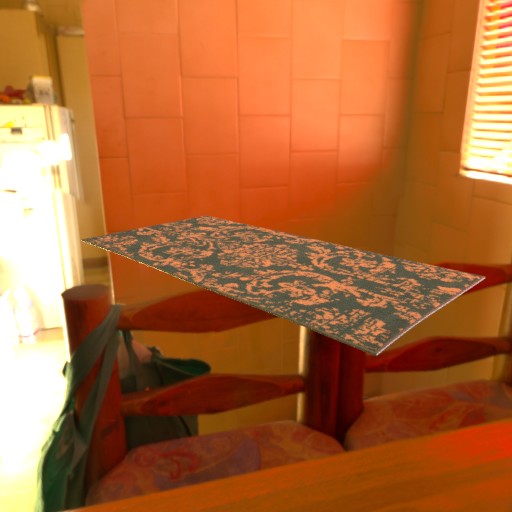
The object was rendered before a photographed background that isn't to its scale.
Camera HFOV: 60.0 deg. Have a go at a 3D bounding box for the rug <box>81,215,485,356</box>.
[{"bbox_3d":[0.000,0.000,1.447,1.219,0.007,0.604,16,23,42],"label":"rug"}]
